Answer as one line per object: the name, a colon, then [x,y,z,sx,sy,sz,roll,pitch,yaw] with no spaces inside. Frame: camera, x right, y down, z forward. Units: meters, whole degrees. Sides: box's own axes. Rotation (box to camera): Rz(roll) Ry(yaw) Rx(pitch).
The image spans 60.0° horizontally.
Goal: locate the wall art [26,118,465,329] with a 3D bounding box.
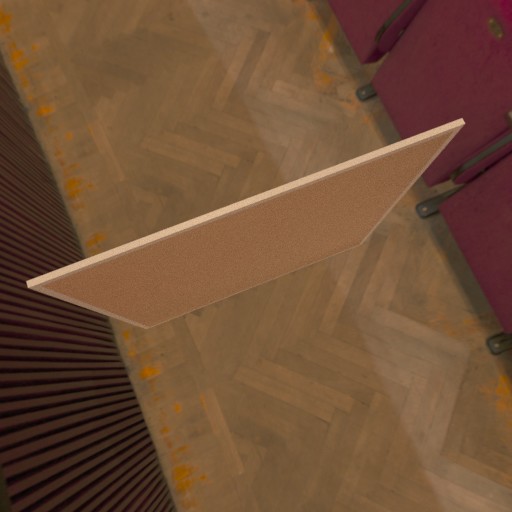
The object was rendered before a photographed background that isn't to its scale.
wall art: [0.000,0.000,1.157,0.809,0.809,0.012,-21,77,-5]
